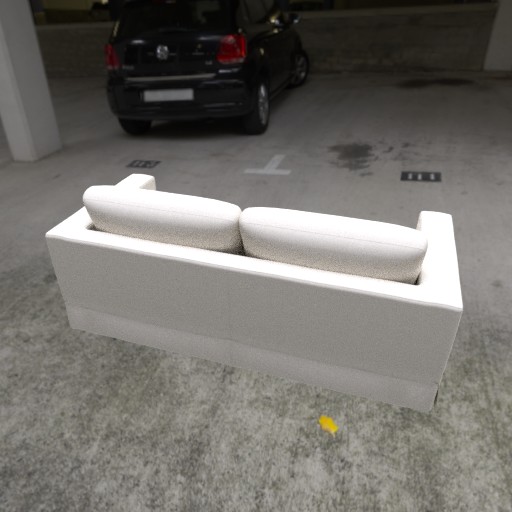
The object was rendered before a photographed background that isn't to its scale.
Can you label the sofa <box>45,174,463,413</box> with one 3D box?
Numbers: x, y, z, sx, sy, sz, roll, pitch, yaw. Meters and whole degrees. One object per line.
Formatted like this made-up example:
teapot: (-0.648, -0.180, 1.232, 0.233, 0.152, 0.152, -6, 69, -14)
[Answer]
sofa: (0.000, 0.000, 2.625, 2.163, 0.881, 0.954, 10, 33, 15)
